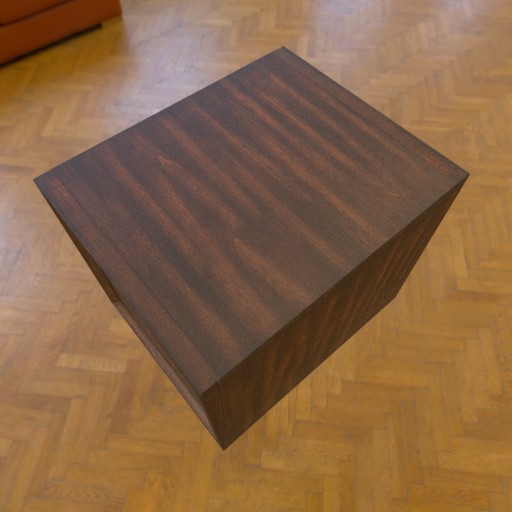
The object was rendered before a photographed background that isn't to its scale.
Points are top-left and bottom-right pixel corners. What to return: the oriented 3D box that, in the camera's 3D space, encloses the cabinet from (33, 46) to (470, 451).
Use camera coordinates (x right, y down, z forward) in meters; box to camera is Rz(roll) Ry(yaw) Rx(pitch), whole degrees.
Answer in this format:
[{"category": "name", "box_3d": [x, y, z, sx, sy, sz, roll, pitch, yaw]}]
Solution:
[{"category": "cabinet", "box_3d": [0.000, 0.000, 0.834, 0.500, 0.455, 0.402, -36, 65, -20]}]
